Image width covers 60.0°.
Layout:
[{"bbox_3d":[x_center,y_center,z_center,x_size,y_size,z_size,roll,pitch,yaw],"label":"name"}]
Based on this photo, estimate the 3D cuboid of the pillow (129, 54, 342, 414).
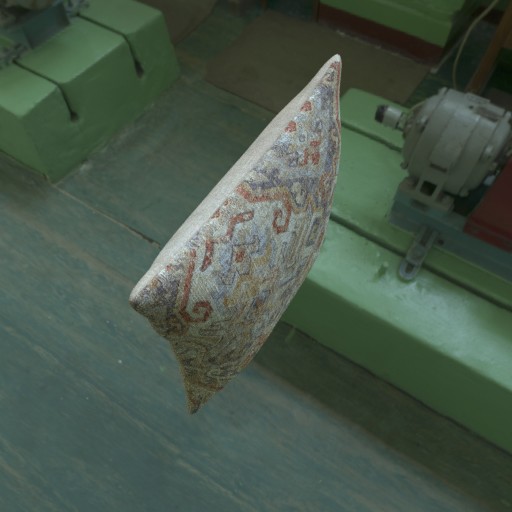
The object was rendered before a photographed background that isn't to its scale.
[{"bbox_3d":[0.000,0.000,0.807,0.166,0.506,0.523,28,62,16],"label":"pillow"}]
